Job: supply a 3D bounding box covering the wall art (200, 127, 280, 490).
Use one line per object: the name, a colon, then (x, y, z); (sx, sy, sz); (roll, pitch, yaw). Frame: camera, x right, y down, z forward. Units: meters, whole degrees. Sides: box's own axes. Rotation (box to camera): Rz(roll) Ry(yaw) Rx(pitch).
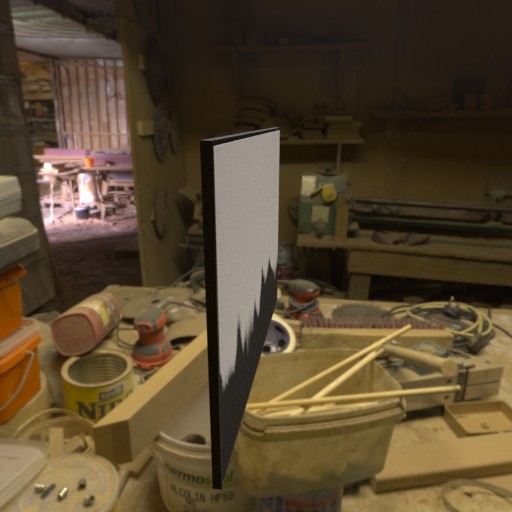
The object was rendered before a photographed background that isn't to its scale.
wall art: (0.000, 0.000, 1.219); (0.019, 0.660, 0.957); (3, 18, 9)
